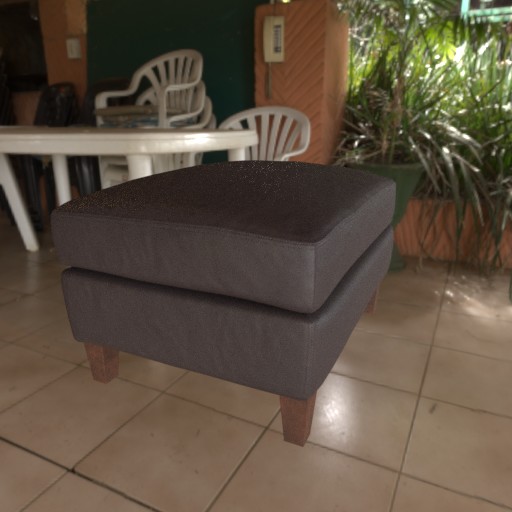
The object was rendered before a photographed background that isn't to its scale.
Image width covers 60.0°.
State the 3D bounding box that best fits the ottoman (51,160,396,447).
[{"bbox_3d":[0.000,0.000,1.276,0.659,0.529,0.887,8,19,24],"label":"ottoman"}]
